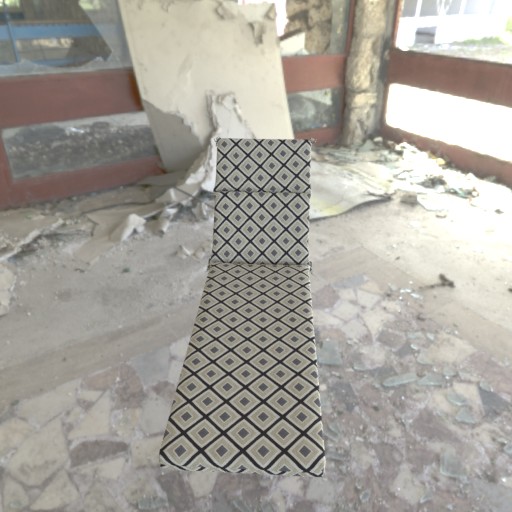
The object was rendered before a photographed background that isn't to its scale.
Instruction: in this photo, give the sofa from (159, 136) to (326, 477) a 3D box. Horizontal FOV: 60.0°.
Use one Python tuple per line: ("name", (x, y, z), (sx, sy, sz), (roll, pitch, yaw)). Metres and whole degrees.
("sofa", (0.000, 0.000, 1.935), (0.582, 0.622, 1.663), (2, 31, 3))
